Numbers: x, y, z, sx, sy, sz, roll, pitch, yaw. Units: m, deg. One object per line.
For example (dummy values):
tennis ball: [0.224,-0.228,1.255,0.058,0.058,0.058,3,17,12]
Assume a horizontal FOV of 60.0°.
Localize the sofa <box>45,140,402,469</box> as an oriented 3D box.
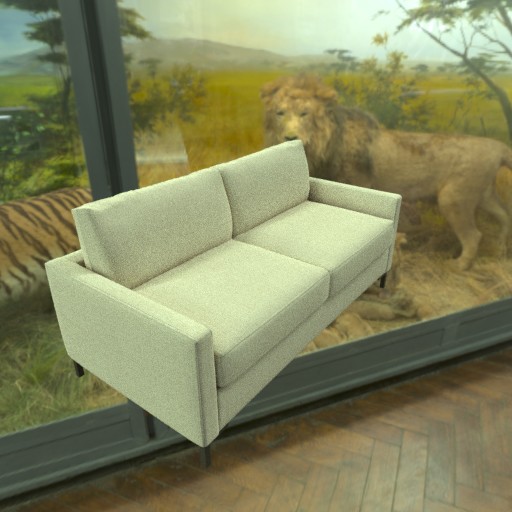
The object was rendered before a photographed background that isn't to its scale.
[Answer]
sofa: [0.000,0.000,2.134,0.839,0.812,1.651,19,32,33]
